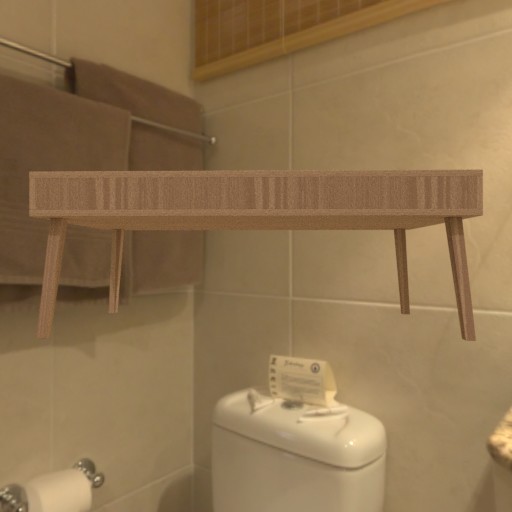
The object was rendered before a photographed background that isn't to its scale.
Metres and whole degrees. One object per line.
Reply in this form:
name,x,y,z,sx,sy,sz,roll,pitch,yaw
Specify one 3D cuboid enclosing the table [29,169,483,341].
table,0.000,0.000,1.469,1.200,0.450,0.600,0,0,2
